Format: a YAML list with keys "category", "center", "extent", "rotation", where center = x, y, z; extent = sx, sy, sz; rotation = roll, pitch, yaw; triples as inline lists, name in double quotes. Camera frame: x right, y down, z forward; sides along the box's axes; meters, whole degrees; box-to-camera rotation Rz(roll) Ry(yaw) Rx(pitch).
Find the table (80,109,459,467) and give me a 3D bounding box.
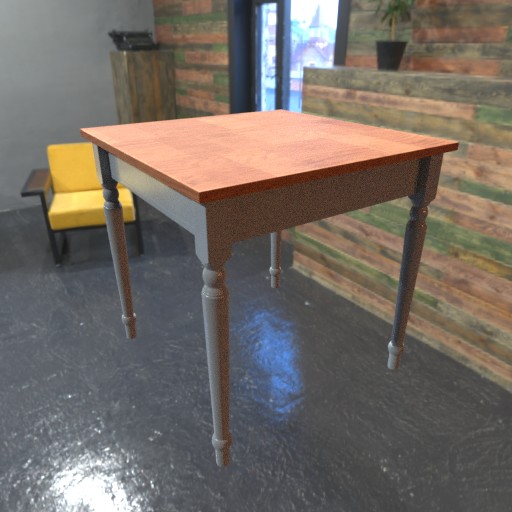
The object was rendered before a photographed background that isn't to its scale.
- category: "table"
  center: [0.000, 0.000, 1.377]
  extent: [0.747, 0.738, 0.747]
  rotation: [-17, 30, -31]
